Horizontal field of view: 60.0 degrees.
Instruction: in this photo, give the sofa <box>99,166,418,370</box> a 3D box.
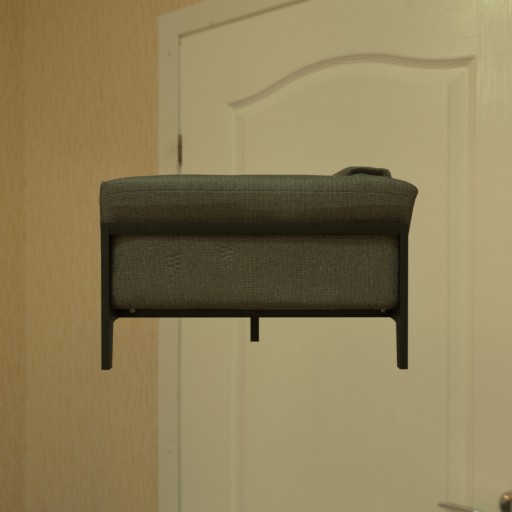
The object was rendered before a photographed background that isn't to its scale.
[{"bbox_3d":[0.000,0.000,2.141,0.960,0.656,1.690,0,0,0],"label":"sofa"}]
